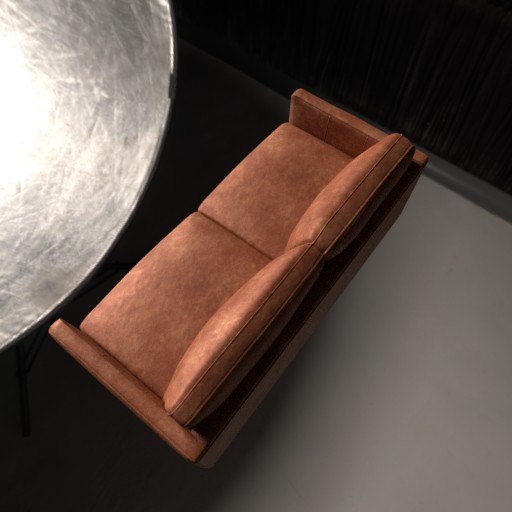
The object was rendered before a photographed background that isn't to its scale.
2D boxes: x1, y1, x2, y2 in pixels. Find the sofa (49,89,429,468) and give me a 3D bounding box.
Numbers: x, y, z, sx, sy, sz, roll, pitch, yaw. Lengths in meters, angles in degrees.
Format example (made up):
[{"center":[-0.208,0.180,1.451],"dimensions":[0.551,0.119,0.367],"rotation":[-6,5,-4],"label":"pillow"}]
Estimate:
[{"center":[0.000,0.000,2.421],"dimensions":[0.923,0.863,1.971],"rotation":[34,67,17],"label":"sofa"}]
